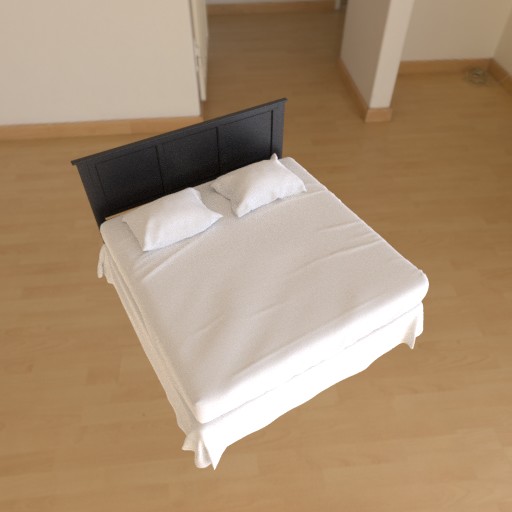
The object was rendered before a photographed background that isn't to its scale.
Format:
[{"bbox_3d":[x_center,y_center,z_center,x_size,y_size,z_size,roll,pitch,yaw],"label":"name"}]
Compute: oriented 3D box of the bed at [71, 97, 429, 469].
[{"bbox_3d":[0.000,0.000,3.628,2.315,1.271,2.219,-23,51,-20],"label":"bed"}]
